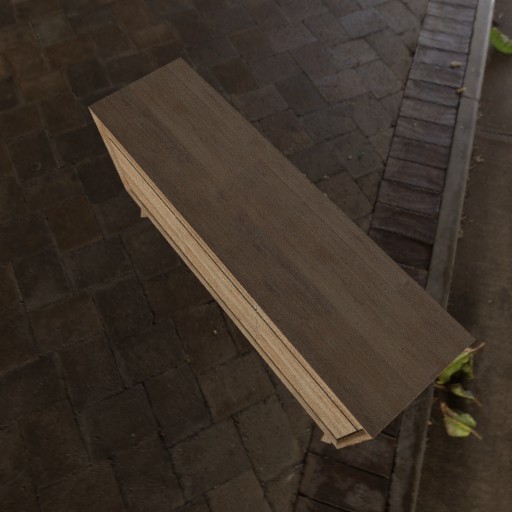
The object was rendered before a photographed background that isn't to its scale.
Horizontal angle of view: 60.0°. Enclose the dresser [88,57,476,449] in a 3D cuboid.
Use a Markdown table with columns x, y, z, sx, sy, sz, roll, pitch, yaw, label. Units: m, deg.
| x | y | z | sx | sy | sz | roll | pitch | yaw | label |
| --- | --- | --- | --- | --- | --- | --- | --- | --- | --- |
| 0.000 | 0.000 | 1.935 | 0.455 | 0.788 | 1.602 | -36 | 69 | -16 | dresser |
